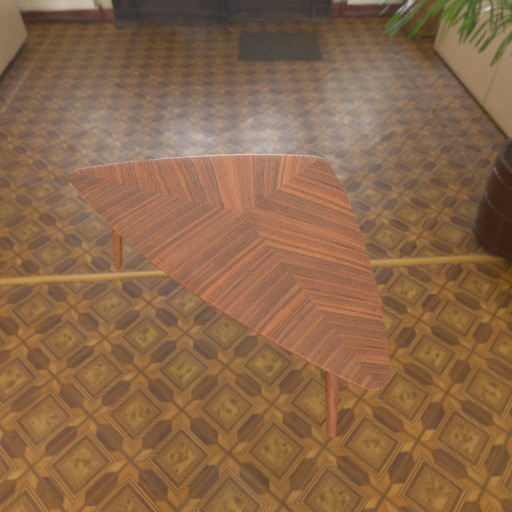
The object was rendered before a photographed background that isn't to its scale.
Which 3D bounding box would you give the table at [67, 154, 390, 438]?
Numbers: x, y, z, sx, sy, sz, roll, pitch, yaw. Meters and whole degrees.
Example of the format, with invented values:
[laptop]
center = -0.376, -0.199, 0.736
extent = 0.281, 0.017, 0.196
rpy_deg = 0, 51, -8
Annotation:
[table]
center = 0.000, 0.000, 1.287
extent = 1.008, 0.365, 0.601
rpy_deg = 32, 55, 26
